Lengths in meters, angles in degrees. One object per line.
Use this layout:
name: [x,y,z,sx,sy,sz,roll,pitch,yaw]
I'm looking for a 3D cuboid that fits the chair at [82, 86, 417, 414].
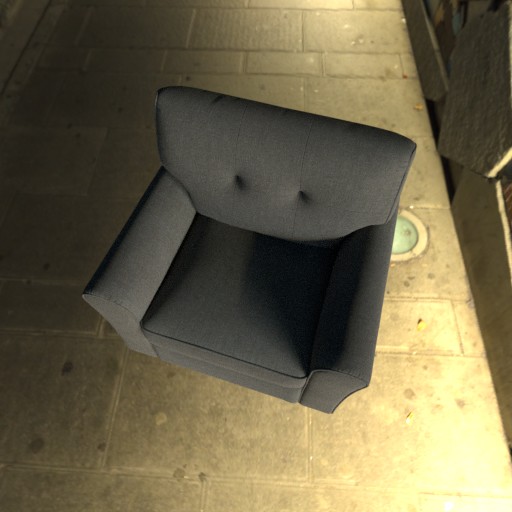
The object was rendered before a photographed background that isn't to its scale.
chair: [0.000,0.000,1.640,0.941,0.890,0.816,15,60,9]
